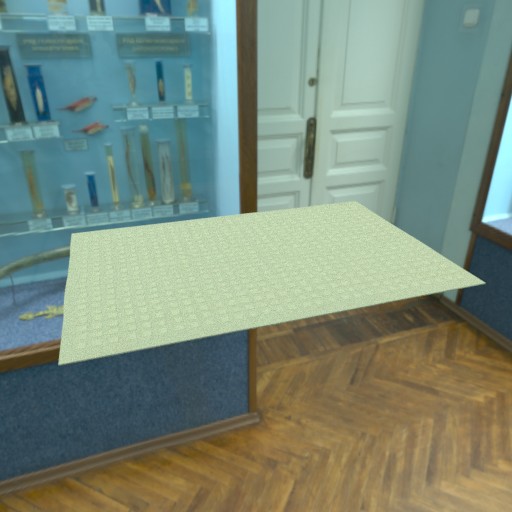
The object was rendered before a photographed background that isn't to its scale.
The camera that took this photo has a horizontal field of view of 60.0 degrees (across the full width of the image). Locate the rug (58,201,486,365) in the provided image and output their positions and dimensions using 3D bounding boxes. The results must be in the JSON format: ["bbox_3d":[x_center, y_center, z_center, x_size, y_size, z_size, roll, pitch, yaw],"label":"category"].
[{"bbox_3d":[0.000,0.000,2.181,1.747,0.006,1.143,-8,27,-16],"label":"rug"}]
